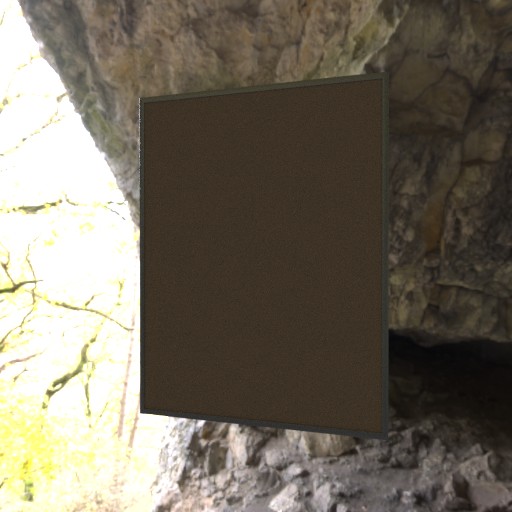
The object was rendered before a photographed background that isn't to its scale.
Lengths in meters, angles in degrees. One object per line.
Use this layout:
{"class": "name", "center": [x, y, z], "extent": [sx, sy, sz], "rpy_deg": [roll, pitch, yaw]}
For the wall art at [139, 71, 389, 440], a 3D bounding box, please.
{"class": "wall art", "center": [0.000, 0.000, 1.403], "extent": [0.803, 1.062, 0.041], "rpy_deg": [0, 0, 16]}
